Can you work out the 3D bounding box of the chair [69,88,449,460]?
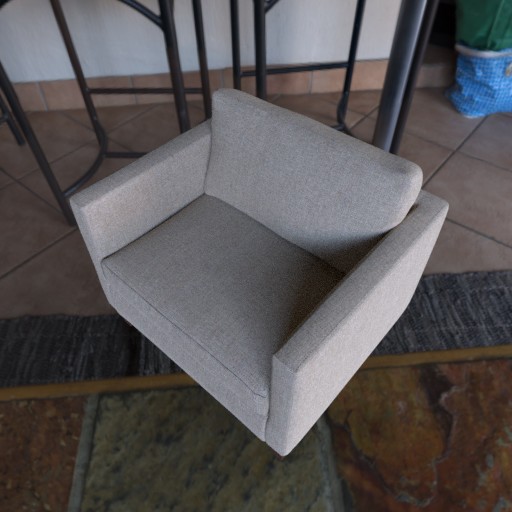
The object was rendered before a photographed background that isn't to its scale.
[{"bbox_3d":[0.000,0.000,1.832,1.107,0.987,0.959,33,56,27],"label":"chair"}]
